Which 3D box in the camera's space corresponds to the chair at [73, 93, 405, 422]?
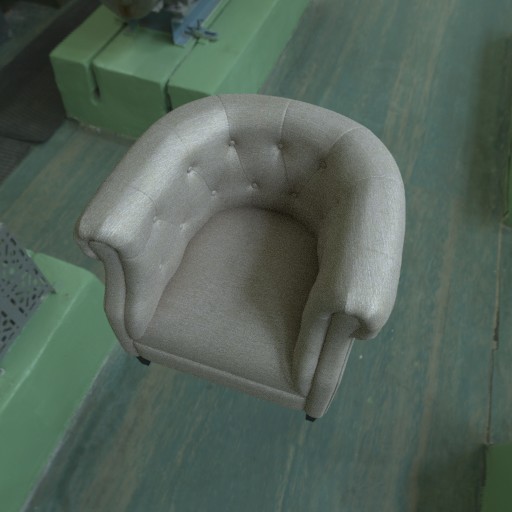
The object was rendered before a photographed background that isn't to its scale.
[{"bbox_3d":[0.000,0.000,1.604,0.905,0.827,0.852,16,58,10],"label":"chair"}]
